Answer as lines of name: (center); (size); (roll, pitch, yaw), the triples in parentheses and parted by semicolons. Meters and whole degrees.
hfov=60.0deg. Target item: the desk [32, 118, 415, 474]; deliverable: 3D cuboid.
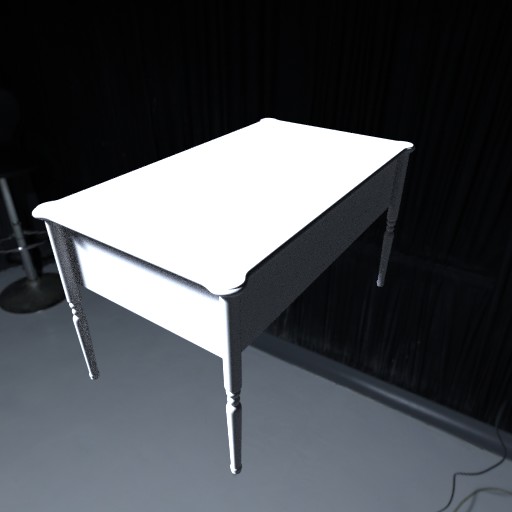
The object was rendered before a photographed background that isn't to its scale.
desk: (0.000, 0.000, 1.878); (0.807, 0.762, 1.380); (20, 37, 29)
